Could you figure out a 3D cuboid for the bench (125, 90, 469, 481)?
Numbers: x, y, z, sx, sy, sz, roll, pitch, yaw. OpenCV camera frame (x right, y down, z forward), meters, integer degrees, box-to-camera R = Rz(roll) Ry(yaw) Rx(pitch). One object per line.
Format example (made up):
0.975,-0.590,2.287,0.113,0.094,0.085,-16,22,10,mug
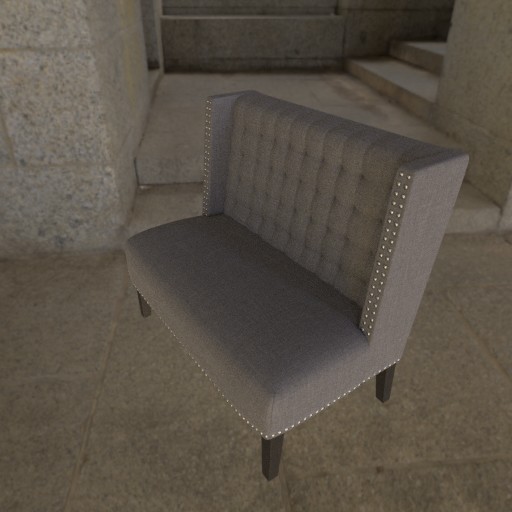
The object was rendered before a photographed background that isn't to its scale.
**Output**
0.000,0.000,1.971,0.842,1.121,1.276,-20,37,-29,bench
